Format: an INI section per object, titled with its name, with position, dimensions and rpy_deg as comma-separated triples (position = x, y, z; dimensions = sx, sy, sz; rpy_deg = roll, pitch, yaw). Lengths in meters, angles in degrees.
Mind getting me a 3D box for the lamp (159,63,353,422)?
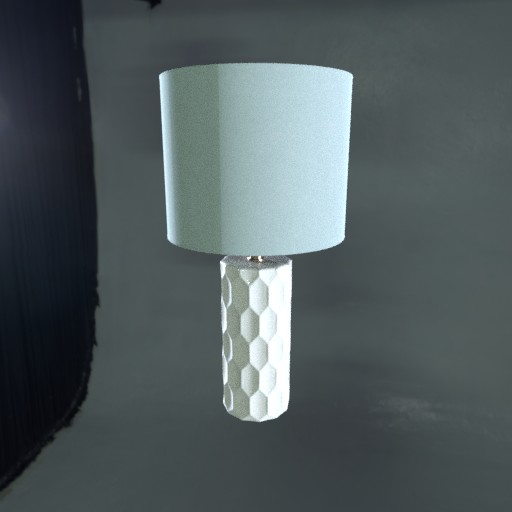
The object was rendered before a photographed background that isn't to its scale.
[lamp]
position = 0.000, 0.000, 0.714
dimensions = 0.277, 0.534, 0.277
rpy_deg = 3, 15, 10
